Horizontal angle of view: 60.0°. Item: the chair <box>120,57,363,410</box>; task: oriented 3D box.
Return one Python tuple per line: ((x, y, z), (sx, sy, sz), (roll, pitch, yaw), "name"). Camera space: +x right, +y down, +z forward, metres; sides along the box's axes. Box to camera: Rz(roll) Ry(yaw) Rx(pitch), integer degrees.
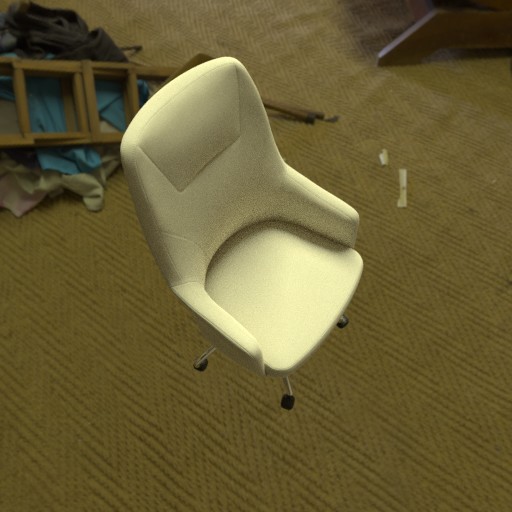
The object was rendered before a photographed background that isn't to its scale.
((0.000, 0.000, 1.426), (0.640, 1.049, 0.620), (31, 63, 18), "chair")
